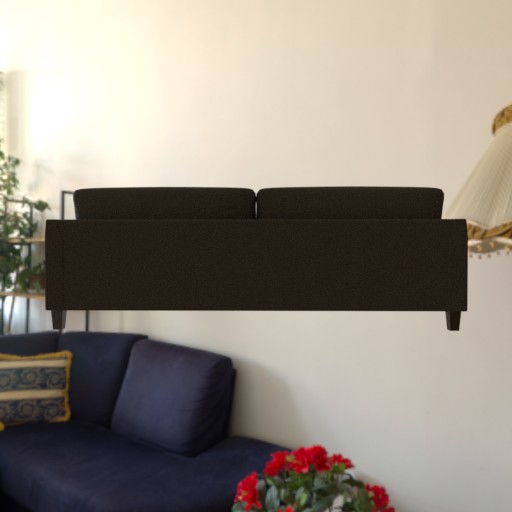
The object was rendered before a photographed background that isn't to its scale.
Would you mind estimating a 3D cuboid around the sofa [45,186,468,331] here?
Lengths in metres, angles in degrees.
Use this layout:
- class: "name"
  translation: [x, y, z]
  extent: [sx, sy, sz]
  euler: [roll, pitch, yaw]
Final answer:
- class: "sofa"
  translation: [0.000, 0.000, 2.836]
  extent: [2.312, 0.792, 0.969]
  euler: [0, 0, 1]
